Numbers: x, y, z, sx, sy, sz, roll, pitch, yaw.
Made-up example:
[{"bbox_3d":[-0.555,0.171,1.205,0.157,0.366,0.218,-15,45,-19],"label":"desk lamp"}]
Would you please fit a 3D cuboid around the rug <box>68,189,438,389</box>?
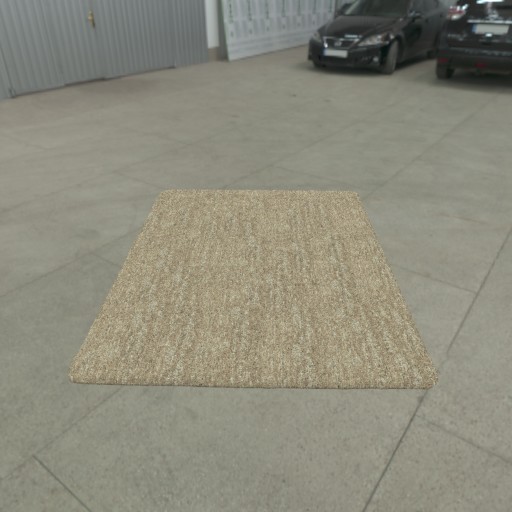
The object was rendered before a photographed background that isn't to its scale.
[{"bbox_3d":[0.000,0.000,3.803,2.242,0.050,2.873,1,32,1],"label":"rug"}]
